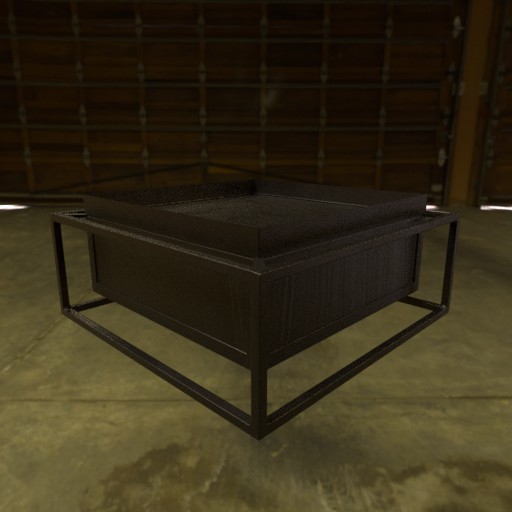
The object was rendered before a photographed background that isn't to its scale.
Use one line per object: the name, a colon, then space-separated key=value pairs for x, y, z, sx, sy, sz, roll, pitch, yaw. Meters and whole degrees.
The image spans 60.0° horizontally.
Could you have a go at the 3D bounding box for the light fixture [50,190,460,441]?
light fixture: x=0.000 y=0.000 z=0.689 sx=0.441 sy=0.191 sz=0.441 roll=14 pitch=20 yaw=43
